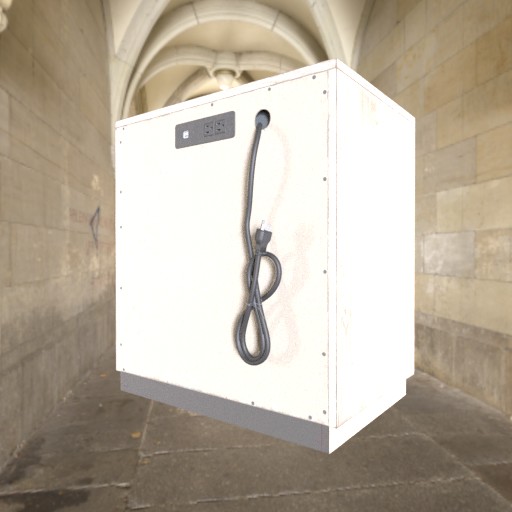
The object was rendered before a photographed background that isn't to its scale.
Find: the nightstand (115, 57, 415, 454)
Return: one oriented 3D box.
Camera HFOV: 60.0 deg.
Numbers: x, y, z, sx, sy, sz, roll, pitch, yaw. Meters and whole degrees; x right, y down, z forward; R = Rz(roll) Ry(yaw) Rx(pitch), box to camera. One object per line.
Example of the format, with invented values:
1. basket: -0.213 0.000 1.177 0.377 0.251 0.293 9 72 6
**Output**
1. nightstand: 0.000 0.000 1.074 0.612 0.673 0.483 0 1 37
